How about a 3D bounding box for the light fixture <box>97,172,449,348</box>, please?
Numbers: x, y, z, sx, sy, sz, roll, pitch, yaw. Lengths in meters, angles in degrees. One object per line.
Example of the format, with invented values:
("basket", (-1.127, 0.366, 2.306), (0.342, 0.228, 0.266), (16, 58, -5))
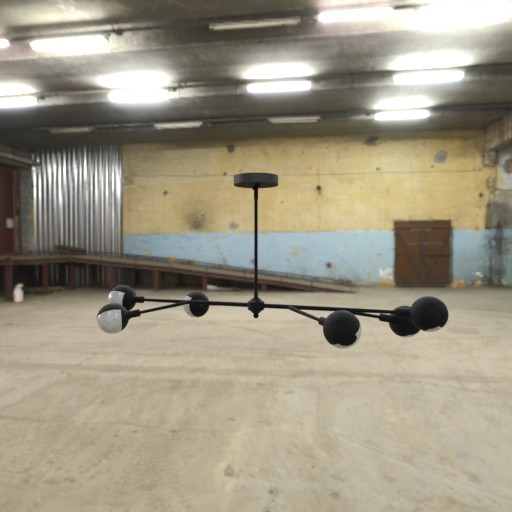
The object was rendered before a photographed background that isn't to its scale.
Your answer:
("light fixture", (0.000, 0.000, 1.008), (0.778, 0.362, 0.434), (1, 1, 37))
